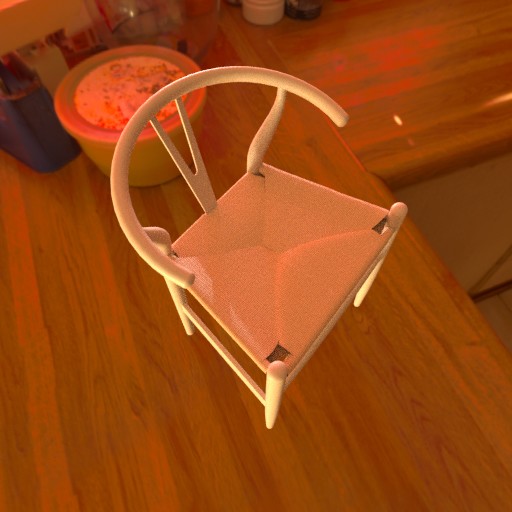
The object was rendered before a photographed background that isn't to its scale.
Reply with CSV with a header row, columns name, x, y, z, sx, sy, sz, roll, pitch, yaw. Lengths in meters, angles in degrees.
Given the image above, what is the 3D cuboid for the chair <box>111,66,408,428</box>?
name,x,y,z,sx,sy,sz,roll,pitch,yaw
chair,0.000,0.000,1.096,0.500,0.736,0.533,33,64,19
